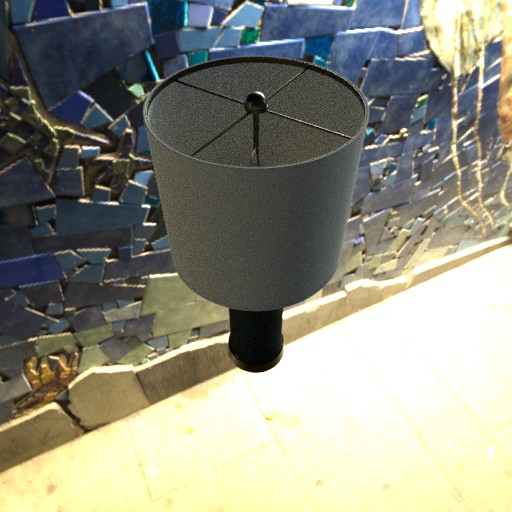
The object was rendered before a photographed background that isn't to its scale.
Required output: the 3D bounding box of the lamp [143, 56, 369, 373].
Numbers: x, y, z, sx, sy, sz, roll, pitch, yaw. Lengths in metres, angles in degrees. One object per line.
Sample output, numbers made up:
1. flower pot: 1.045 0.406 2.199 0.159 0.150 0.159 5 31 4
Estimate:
1. lamp: 0.000 0.000 0.815 0.301 0.630 0.301 -8 47 -8
